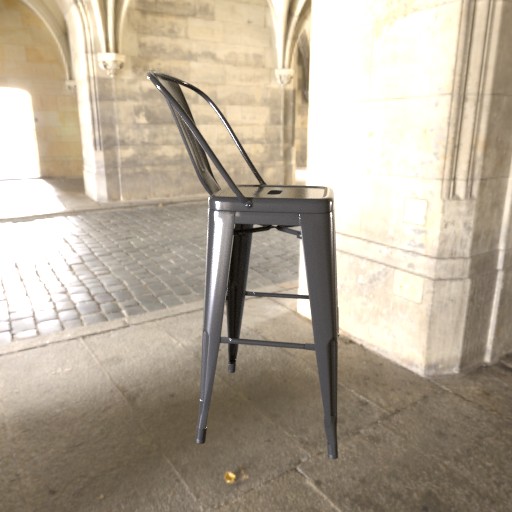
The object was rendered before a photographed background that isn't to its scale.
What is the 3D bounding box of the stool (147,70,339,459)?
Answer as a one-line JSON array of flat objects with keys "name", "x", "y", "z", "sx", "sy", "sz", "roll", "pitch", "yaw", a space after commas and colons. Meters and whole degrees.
[{"name": "stool", "x": 0.000, "y": 0.000, "z": 1.317, "sx": 0.528, "sy": 1.022, "sz": 0.432, "roll": 3, "pitch": 16, "yaw": 10}]
